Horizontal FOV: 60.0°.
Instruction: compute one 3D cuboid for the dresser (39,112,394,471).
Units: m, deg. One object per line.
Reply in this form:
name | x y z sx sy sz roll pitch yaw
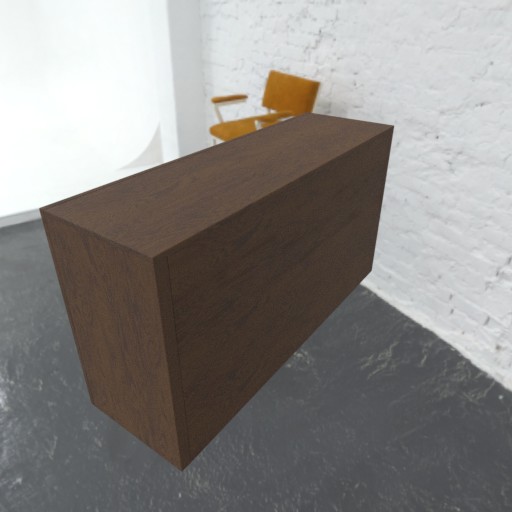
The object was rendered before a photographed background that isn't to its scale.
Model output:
dresser | 0.000 0.000 1.923 0.512 0.889 1.523 20 36 31
